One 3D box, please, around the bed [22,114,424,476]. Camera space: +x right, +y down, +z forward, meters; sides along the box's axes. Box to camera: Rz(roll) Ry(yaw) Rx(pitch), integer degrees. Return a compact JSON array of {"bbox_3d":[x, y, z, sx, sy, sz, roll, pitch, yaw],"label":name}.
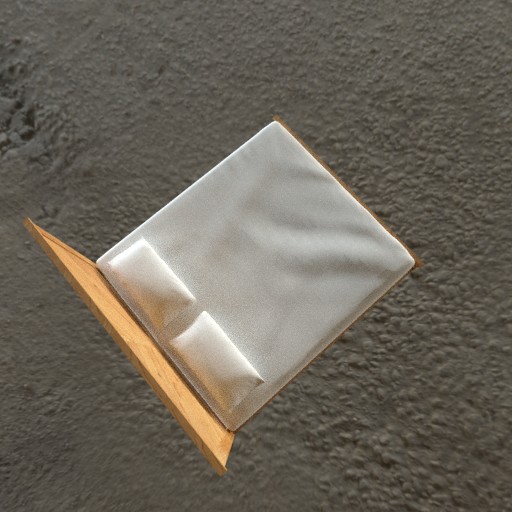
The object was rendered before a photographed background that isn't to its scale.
[{"bbox_3d":[0.000,0.000,3.587,2.201,1.686,1.936,-40,79,-9],"label":"bed"}]
